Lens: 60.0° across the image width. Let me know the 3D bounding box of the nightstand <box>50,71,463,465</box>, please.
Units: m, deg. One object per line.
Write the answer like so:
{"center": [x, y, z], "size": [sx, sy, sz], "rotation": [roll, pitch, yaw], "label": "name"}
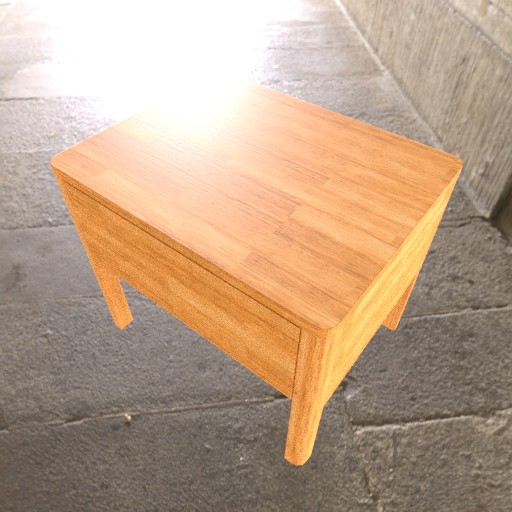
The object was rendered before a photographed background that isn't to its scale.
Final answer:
{"center": [0.000, 0.000, 0.918], "size": [0.560, 0.470, 0.440], "rotation": [30, 54, 25], "label": "nightstand"}
